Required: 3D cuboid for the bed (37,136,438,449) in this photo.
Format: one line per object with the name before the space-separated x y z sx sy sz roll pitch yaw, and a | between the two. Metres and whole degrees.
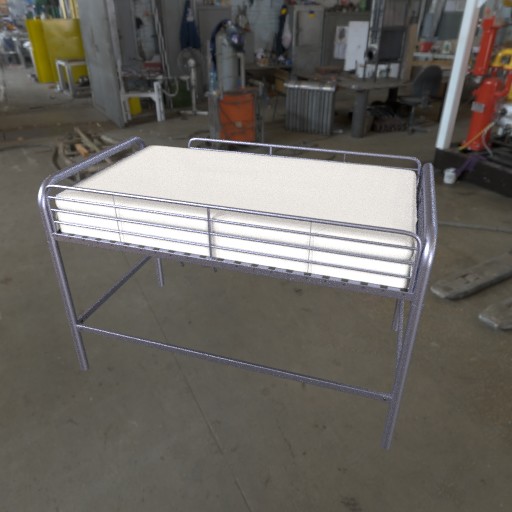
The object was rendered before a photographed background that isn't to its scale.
bed | 0.000 0.000 2.894 1.965 1.288 1.415 9 31 15
